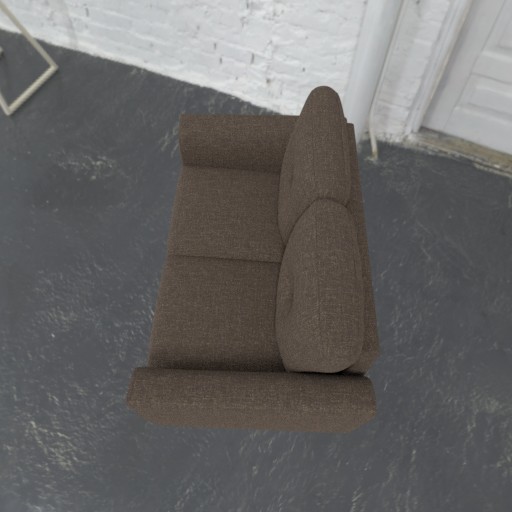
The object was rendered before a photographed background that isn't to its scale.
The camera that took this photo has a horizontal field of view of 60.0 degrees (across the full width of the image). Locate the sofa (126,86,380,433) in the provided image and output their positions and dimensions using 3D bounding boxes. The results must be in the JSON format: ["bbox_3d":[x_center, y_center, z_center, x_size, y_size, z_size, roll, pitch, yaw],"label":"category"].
[{"bbox_3d":[0.000,0.000,1.973,0.851,0.885,1.423,2,58,1],"label":"sofa"}]
